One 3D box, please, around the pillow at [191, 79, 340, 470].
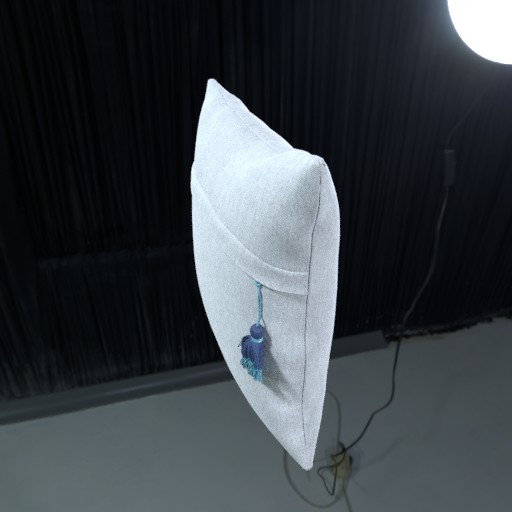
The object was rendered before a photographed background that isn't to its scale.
[{"bbox_3d":[0.000,0.000,0.664,0.173,0.436,0.433,-9,32,-15],"label":"pillow"}]
